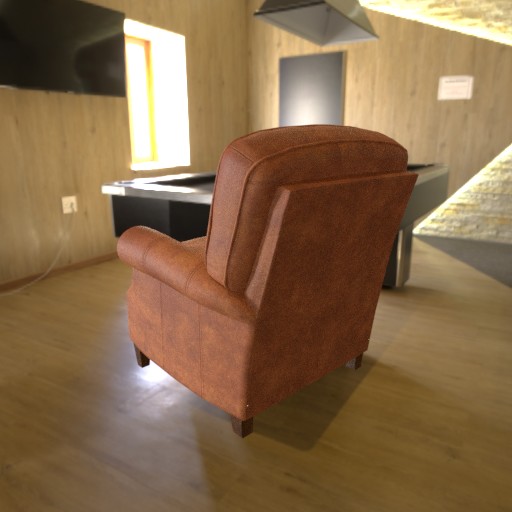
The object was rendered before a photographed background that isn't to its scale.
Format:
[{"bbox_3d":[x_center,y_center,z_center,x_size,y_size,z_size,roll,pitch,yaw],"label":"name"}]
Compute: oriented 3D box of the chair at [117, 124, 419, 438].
[{"bbox_3d":[0.000,0.000,1.798,0.936,1.018,0.986,-14,21,-41],"label":"chair"}]
